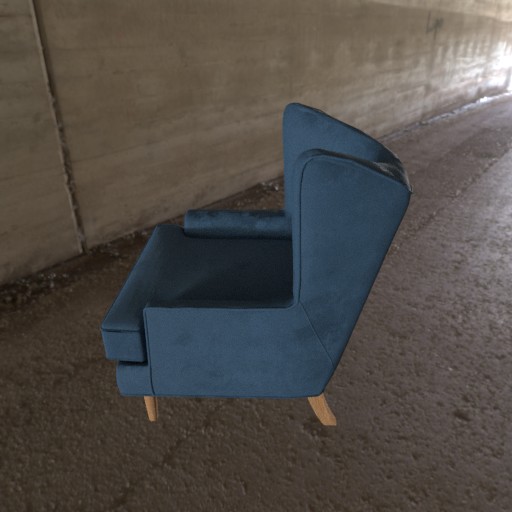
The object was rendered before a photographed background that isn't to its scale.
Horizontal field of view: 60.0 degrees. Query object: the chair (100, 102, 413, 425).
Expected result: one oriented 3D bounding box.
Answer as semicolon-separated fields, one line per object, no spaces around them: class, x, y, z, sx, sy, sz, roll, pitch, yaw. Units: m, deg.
chair;0.000;0.000;1.599;0.910;0.952;0.793;1;27;1
